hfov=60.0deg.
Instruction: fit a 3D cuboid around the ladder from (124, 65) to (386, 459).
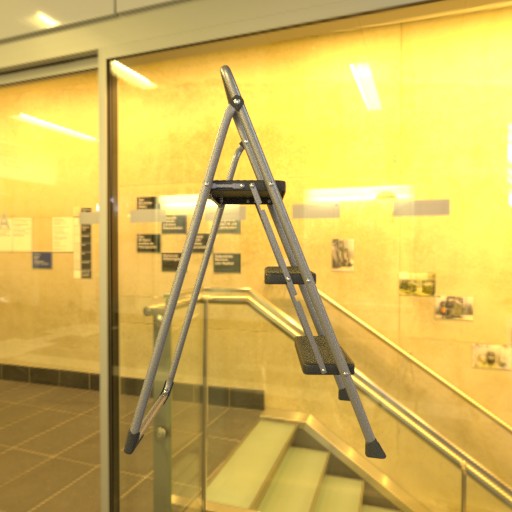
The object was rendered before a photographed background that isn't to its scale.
[{"bbox_3d":[0.000,0.000,1.252,0.629,0.945,0.430,0,1,1],"label":"ladder"}]
